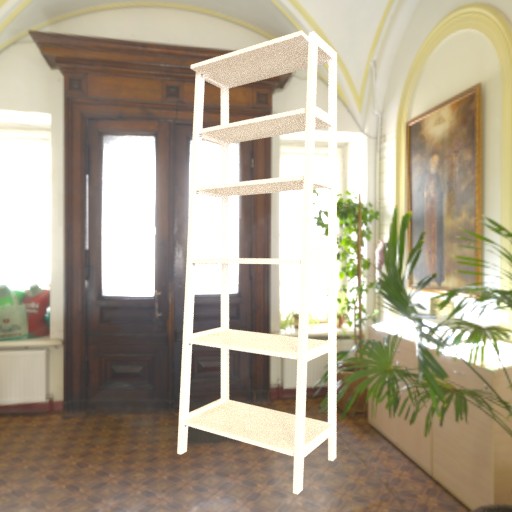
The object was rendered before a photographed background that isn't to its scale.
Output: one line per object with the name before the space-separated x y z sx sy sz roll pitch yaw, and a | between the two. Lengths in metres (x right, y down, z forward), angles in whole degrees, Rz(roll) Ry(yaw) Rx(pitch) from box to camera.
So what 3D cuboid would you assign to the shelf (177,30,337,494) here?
shelf | 0.000 0.000 2.094 0.660 1.892 0.381 0 1 34
